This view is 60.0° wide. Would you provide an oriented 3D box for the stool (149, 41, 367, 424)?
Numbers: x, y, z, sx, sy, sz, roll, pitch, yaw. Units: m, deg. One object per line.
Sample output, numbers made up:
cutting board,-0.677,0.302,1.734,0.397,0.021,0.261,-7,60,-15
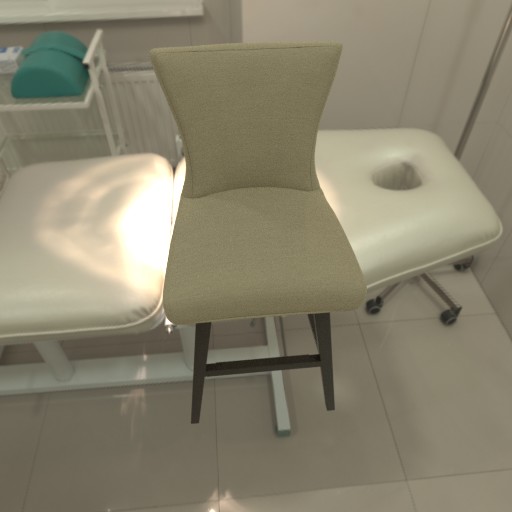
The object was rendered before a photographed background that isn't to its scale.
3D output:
stool,0.000,0.000,1.370,0.514,1.086,0.574,-4,47,-4
